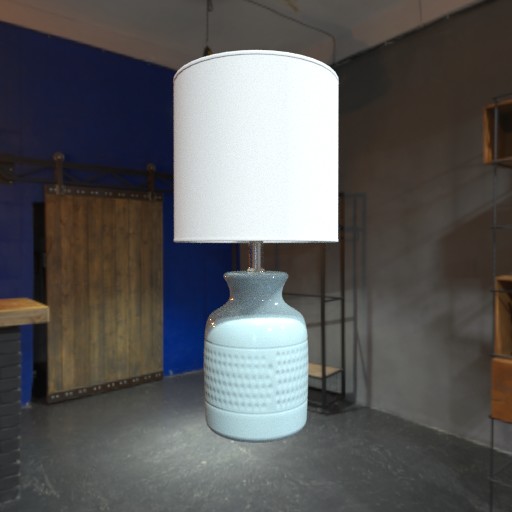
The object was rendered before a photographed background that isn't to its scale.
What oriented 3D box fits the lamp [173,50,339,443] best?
[{"bbox_3d":[0.000,0.000,1.146,0.418,0.871,0.418,-1,1,-37],"label":"lamp"}]
